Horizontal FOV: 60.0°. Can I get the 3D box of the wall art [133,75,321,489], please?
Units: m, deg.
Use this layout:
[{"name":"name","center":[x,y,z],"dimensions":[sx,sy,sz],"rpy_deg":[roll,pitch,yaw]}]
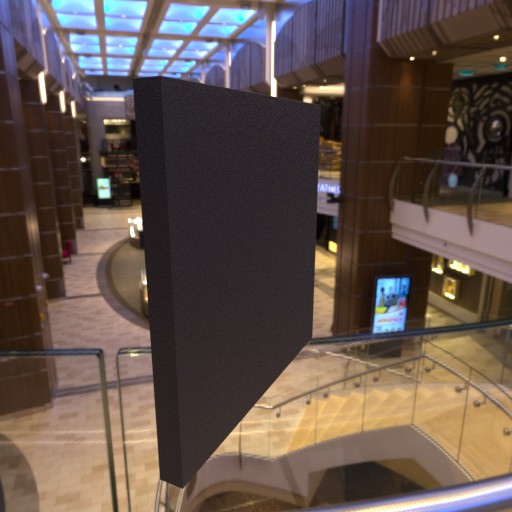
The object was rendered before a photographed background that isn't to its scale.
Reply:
[{"name":"wall art","center":[0.000,0.000,0.743],"dimensions":[0.038,0.507,0.507],"rpy_deg":[7,17,25]}]
